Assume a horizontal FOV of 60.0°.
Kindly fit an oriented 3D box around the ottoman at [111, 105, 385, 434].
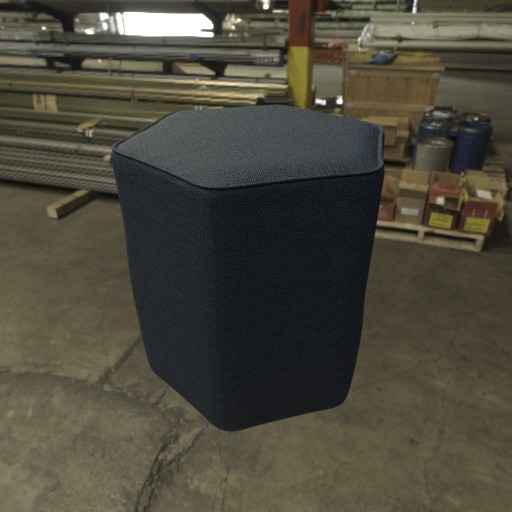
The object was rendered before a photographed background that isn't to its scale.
[{"bbox_3d":[0.000,0.000,0.890,0.454,0.505,0.492,10,32,15],"label":"ottoman"}]
